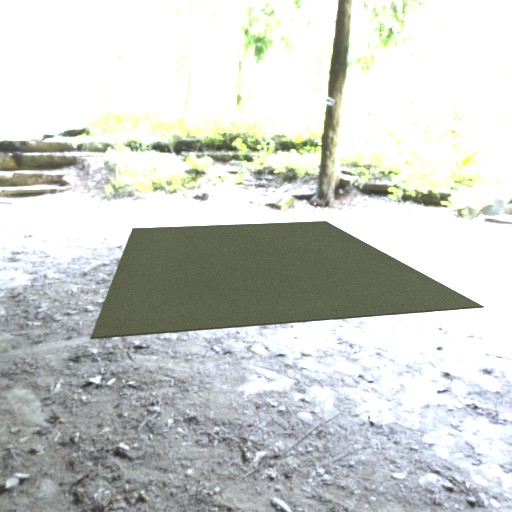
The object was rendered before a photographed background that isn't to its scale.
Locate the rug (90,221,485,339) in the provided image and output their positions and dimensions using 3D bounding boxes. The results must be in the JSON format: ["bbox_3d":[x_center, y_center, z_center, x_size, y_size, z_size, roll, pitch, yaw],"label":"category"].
[{"bbox_3d":[0.000,0.000,3.476,2.073,0.011,2.584,-3,15,-11],"label":"rug"}]
